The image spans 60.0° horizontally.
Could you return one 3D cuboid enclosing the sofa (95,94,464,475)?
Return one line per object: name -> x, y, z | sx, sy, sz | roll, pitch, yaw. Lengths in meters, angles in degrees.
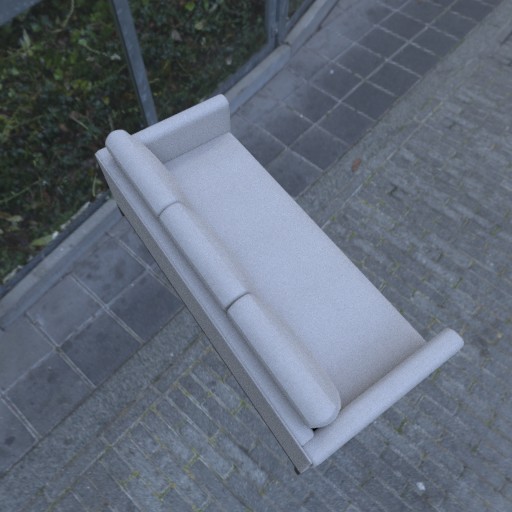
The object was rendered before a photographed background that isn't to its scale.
sofa -> 0.000, 0.000, 2.670 | 0.959, 0.838, 2.210 | -31, 64, -17
